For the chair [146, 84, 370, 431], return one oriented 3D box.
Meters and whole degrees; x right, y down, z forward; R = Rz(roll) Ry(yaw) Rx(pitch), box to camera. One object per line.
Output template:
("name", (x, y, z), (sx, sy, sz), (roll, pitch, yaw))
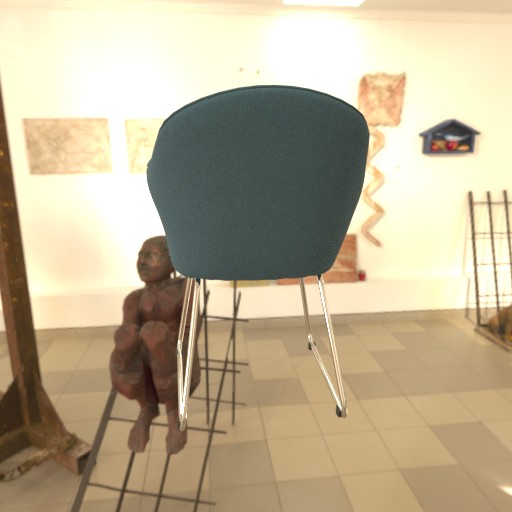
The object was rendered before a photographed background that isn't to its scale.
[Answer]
("chair", (0.000, 0.000, 1.211), (0.570, 0.815, 0.585), (-2, 15, -7))
